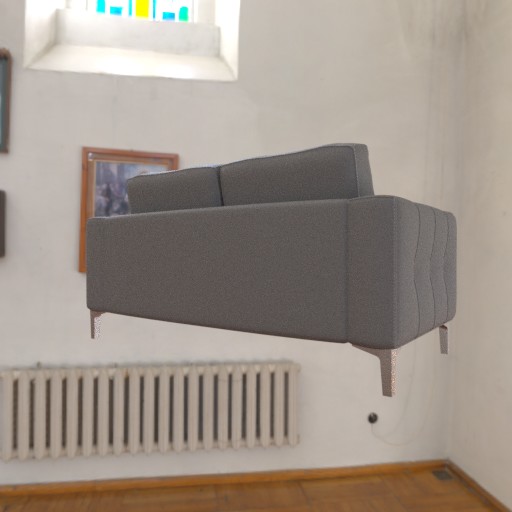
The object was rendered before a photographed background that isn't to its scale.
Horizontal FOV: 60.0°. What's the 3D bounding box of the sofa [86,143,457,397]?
[{"bbox_3d":[0.000,0.000,2.212,1.726,0.892,0.833,0,1,36],"label":"sofa"}]
